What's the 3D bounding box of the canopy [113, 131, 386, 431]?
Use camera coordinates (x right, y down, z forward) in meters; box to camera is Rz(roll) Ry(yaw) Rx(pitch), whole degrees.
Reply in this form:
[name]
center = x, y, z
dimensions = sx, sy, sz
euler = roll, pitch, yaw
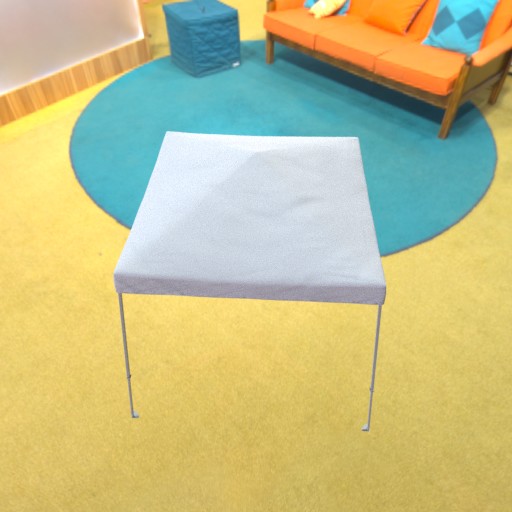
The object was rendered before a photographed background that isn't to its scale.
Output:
[canopy]
center = 0.000, 0.000, 5.248
dimensions = 2.850, 2.850, 2.849
euler = 2, 46, 2
